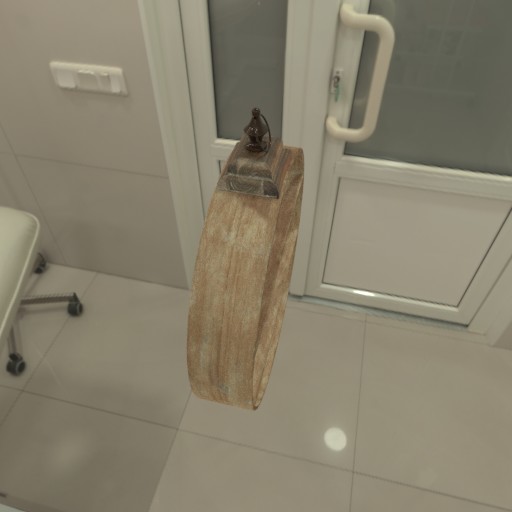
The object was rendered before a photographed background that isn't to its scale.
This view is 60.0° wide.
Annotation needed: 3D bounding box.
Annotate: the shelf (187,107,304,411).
[{"bbox_3d":[0.000,0.000,1.006,0.125,0.725,0.601,10,48,9],"label":"shelf"}]
